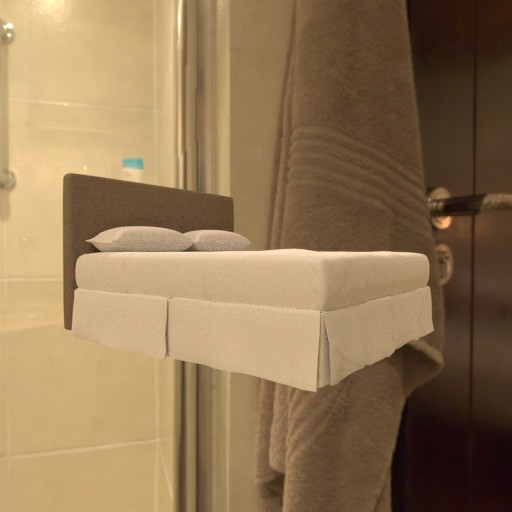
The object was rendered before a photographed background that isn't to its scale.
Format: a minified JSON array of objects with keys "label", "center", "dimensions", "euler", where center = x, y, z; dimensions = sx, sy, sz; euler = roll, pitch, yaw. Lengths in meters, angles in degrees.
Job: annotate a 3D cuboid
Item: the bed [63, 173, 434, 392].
[{"label":"bed","center":[0.000,0.000,3.620],"dimensions":[2.341,1.317,2.119],"euler":[1,1,36]}]
